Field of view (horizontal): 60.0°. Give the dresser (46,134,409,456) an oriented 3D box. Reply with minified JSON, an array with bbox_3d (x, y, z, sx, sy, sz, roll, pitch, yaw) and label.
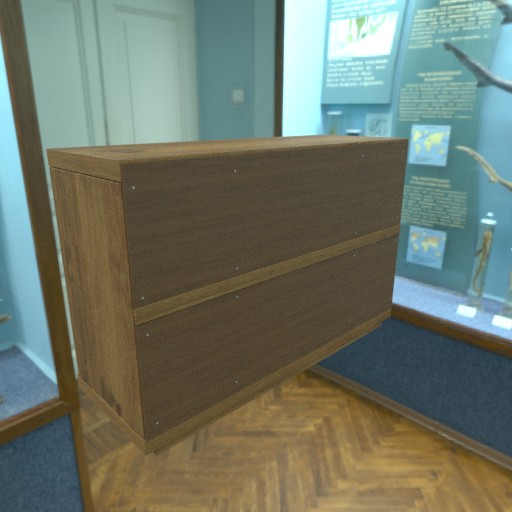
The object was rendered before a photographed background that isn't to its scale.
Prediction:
[{"bbox_3d":[0.000,0.000,1.660,1.261,0.825,0.479,-16,24,-41],"label":"dresser"}]
